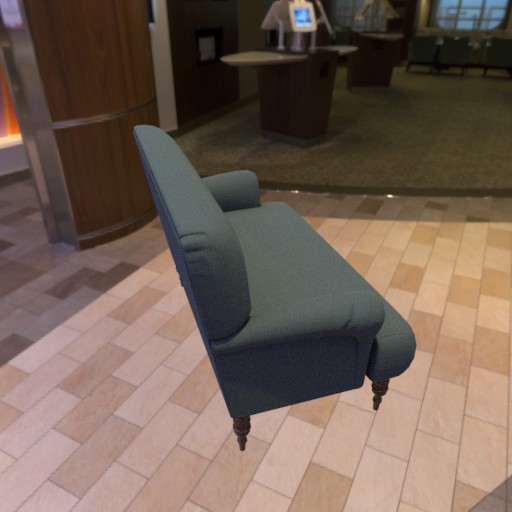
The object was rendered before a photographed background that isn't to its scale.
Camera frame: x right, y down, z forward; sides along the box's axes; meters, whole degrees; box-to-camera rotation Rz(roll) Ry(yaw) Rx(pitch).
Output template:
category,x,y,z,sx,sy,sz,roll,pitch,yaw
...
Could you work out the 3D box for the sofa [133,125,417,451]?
category,x,y,z,sx,sy,sz,roll,pitch,yaw
sofa,0.000,0.000,1.842,0.779,0.889,1.297,-10,32,-16
